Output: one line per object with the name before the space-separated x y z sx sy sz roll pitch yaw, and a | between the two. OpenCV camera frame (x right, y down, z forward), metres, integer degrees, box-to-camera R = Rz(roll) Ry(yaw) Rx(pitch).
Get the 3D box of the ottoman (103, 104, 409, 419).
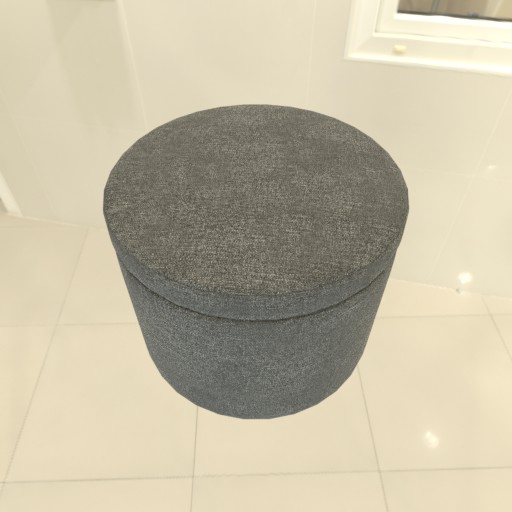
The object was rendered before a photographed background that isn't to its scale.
ottoman | 0.000 0.000 0.871 0.500 0.419 0.500 0 47 0
